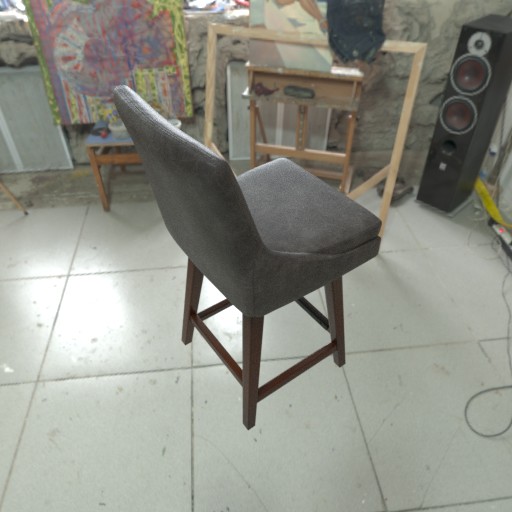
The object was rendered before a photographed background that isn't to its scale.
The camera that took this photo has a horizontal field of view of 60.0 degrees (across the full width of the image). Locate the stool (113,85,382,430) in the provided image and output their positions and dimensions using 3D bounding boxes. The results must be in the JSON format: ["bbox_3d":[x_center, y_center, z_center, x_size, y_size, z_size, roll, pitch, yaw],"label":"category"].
[{"bbox_3d":[0.000,0.000,1.389,0.587,1.046,0.492,-26,48,-26],"label":"stool"}]
